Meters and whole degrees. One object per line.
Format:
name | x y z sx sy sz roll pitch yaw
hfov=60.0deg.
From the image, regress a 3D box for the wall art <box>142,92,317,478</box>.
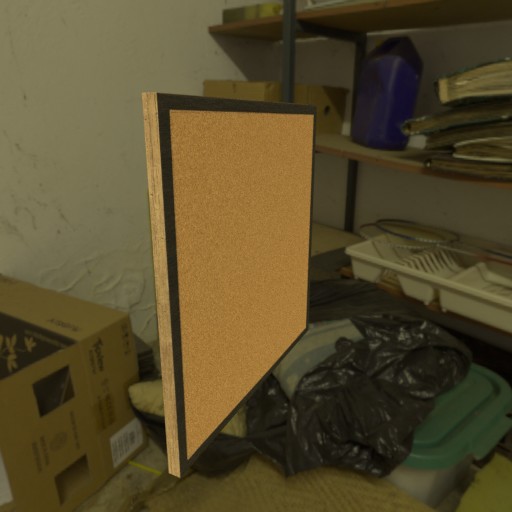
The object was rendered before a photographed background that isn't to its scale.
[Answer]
wall art | 0.000 0.000 1.046 0.029 0.691 0.695 8 19 26
